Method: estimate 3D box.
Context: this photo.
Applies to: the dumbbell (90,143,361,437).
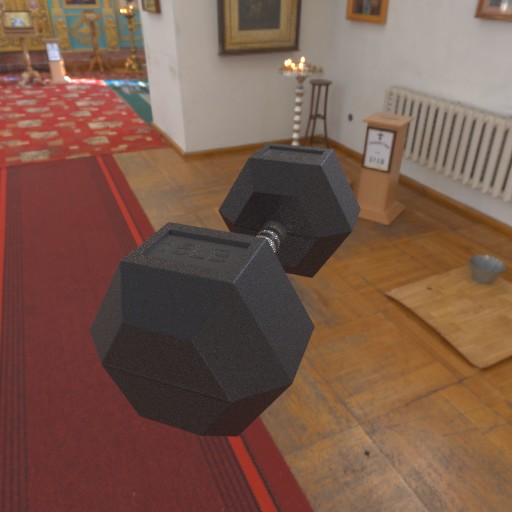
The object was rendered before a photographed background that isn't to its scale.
[{"bbox_3d":[0.000,0.000,0.332,0.122,0.106,0.271,10,31,17],"label":"dumbbell"}]
